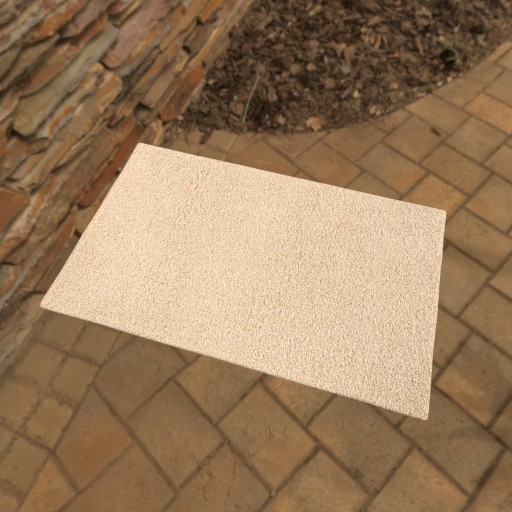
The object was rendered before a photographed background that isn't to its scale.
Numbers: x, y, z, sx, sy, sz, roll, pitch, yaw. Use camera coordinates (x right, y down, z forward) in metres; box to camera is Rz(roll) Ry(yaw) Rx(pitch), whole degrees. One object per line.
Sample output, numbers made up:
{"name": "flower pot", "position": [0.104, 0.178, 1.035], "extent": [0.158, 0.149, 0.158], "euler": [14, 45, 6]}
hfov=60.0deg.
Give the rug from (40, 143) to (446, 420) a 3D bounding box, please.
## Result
{"name": "rug", "position": [0.000, 0.000, 3.029], "extent": [2.438, 0.030, 1.524], "euler": [14, 59, 9]}
